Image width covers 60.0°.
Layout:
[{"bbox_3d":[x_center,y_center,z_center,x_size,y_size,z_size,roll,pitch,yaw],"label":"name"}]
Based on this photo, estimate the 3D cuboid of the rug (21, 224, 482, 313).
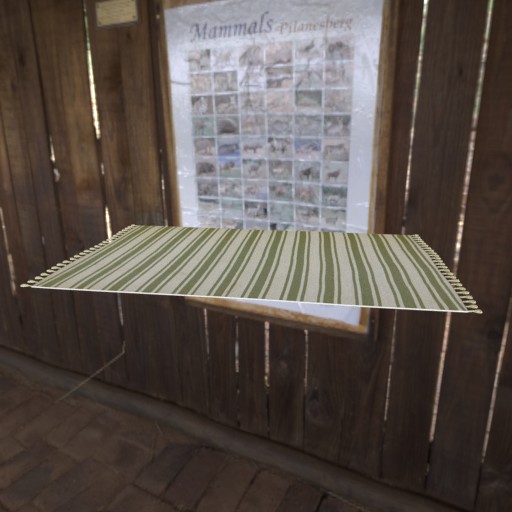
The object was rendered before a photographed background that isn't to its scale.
[{"bbox_3d":[0.000,0.000,2.300,1.875,0.013,1.162,3,17,8],"label":"rug"}]
